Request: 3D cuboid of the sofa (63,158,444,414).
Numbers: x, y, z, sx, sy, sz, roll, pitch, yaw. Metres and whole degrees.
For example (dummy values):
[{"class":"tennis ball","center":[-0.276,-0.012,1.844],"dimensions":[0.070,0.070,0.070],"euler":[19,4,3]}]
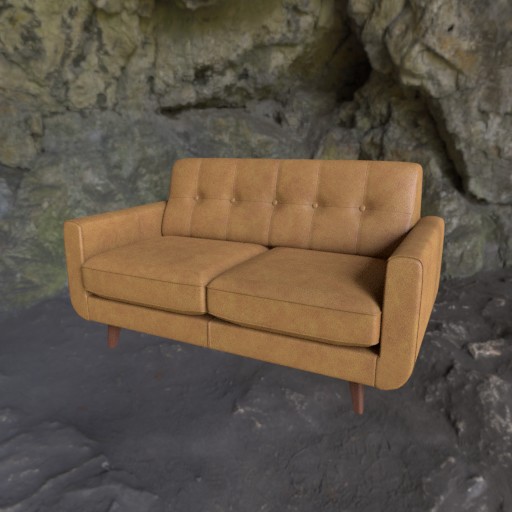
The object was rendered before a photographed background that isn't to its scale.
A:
[{"class":"sofa","center":[0.000,0.000,2.202],"dimensions":[1.651,0.925,0.952],"euler":[7,16,26]}]
